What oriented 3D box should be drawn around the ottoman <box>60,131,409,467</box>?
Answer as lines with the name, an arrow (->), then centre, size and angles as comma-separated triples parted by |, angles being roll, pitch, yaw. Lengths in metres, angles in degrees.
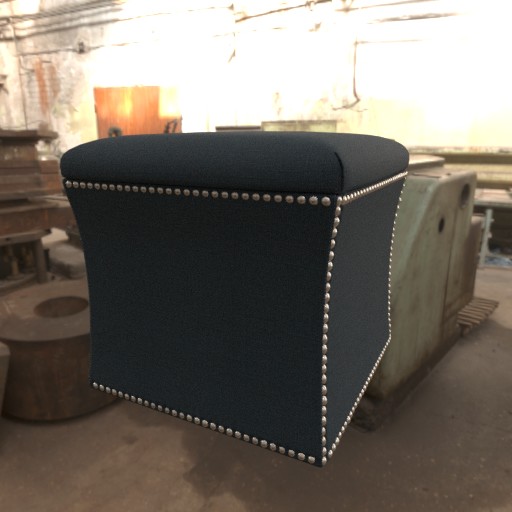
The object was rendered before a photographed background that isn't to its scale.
ottoman -> 0.000, 0.000, 0.875 | 0.497, 0.475, 0.507 | 8, 17, 26
